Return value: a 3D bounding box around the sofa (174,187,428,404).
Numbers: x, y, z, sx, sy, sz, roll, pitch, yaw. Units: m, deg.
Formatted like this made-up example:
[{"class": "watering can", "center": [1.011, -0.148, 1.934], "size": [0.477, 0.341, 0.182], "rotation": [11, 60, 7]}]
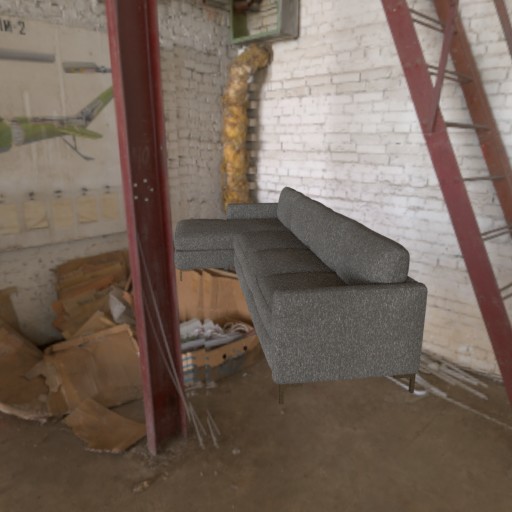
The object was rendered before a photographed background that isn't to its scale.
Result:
[{"class": "sofa", "center": [0.000, 0.000, 3.561], "size": [1.350, 0.810, 2.932], "rotation": [-2, 16, -8]}]
